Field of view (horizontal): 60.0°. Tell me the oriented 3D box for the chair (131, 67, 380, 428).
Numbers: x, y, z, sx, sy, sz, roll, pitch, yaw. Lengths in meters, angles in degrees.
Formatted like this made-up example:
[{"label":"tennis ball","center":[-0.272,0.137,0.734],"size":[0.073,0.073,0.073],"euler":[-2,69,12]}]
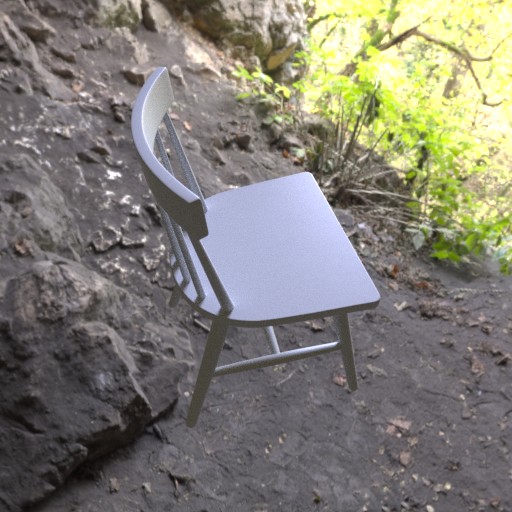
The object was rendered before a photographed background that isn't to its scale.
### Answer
[{"label":"chair","center":[0.000,0.000,1.110],"size":[0.500,0.787,0.483],"euler":[-10,47,-10]}]
